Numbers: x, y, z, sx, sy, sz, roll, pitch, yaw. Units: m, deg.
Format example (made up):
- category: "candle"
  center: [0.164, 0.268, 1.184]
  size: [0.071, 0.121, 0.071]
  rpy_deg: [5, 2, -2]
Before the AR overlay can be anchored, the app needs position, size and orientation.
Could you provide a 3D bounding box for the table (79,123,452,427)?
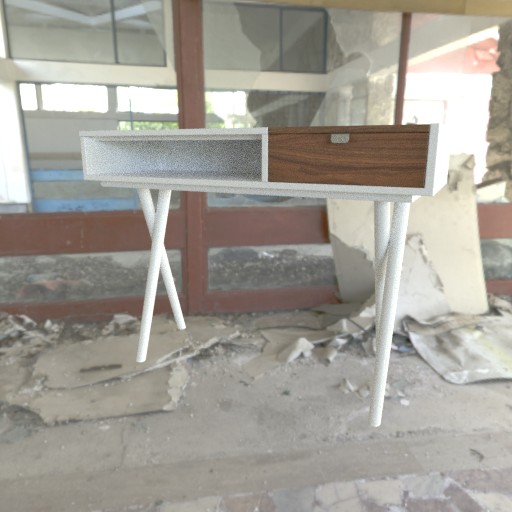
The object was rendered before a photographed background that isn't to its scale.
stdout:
- category: "table"
  center: [0.000, 0.000, 1.434]
  size: [1.066, 0.785, 0.418]
  rpy_deg: [7, 16, 26]
